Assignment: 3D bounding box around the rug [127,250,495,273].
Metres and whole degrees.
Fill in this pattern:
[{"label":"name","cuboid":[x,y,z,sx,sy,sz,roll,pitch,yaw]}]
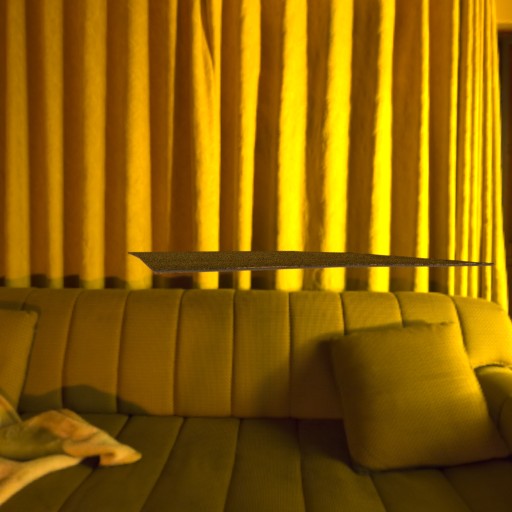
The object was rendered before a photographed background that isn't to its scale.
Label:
[{"label":"rug","cuboid":[0.000,0.000,2.170,1.145,0.021,1.777,-1,2,-18]}]
